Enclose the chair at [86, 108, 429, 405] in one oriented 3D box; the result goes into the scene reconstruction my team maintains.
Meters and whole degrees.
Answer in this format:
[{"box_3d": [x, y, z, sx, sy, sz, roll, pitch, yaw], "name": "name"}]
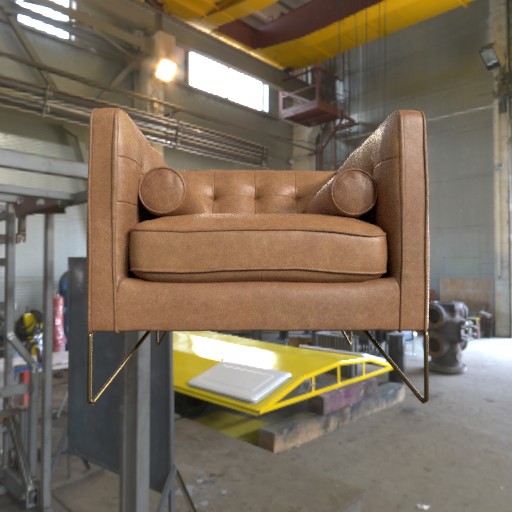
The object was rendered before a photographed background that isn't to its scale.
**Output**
[{"box_3d": [0.000, 0.000, 1.594, 0.920, 0.797, 0.912, 0, -1, -1], "name": "chair"}]
